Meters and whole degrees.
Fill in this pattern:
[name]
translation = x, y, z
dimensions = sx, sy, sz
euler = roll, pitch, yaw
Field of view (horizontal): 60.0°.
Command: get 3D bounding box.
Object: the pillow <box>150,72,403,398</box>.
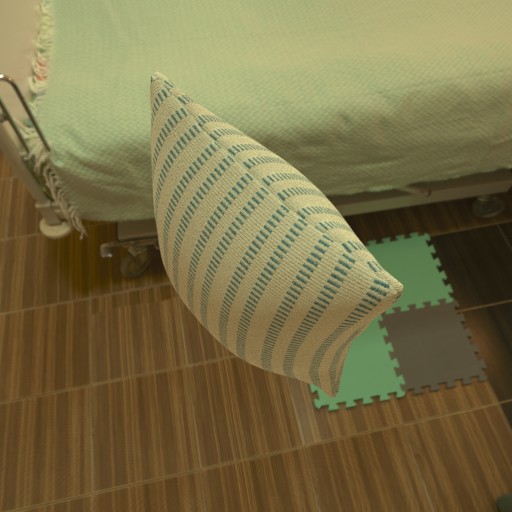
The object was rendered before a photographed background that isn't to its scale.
[pillow]
translation = 0.000, 0.000, 0.691
dimensions = 0.247, 0.419, 0.438
euler = -36, 66, -19
